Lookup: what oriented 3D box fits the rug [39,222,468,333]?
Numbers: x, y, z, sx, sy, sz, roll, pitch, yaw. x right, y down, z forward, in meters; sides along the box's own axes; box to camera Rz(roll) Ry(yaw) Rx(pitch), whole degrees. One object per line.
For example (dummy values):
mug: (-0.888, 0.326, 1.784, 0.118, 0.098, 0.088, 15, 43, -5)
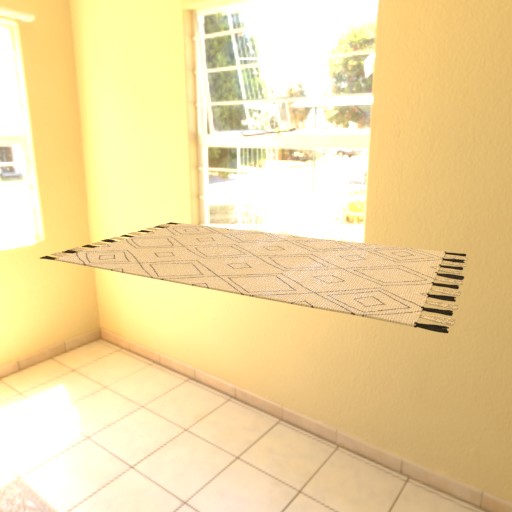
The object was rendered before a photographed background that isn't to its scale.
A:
rug: (0.000, 0.000, 3.226, 2.755, 0.021, 1.524, 8, 17, 26)
